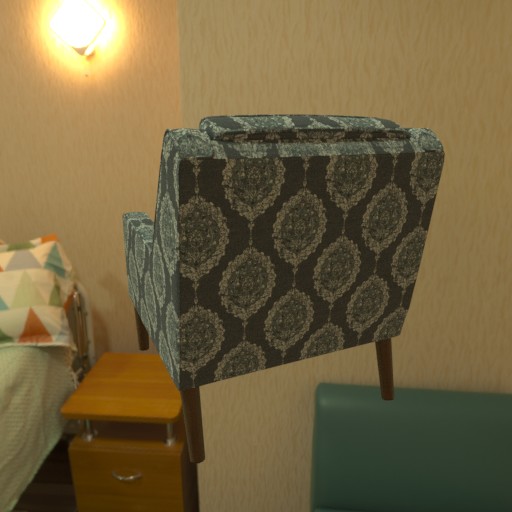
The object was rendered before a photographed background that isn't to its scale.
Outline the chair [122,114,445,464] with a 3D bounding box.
[{"bbox_3d":[0.000,0.000,1.319,0.663,0.792,0.743,-8,18,-24],"label":"chair"}]
